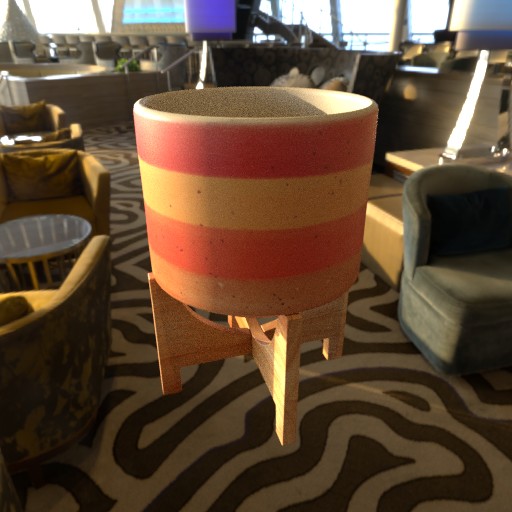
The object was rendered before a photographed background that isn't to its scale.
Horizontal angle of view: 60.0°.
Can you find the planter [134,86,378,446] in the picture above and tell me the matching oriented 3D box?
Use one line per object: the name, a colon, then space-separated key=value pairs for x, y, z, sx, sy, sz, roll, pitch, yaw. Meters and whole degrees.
planter: x=0.000 y=0.000 z=0.562 sx=0.269 sy=0.379 sz=0.269 roll=0 pitch=27 yaw=0
